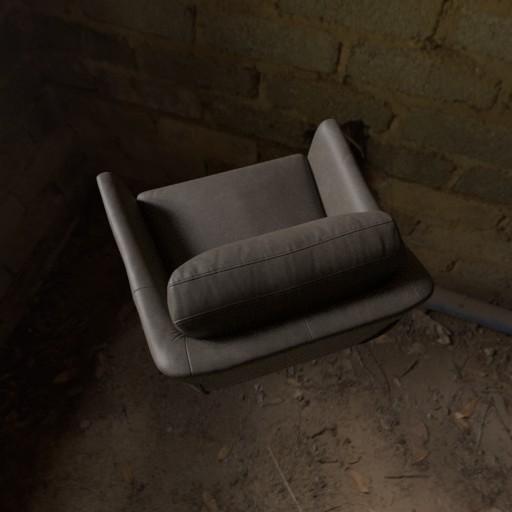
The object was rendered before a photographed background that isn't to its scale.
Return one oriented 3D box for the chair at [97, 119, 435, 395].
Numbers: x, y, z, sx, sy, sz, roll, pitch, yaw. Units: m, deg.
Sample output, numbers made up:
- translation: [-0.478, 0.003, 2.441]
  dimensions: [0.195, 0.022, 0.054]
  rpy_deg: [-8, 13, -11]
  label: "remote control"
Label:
- translation: [0.000, 0.000, 1.668]
  dimensions: [0.988, 0.901, 0.961]
  rpy_deg: [-16, 61, -9]
  label: "chair"
